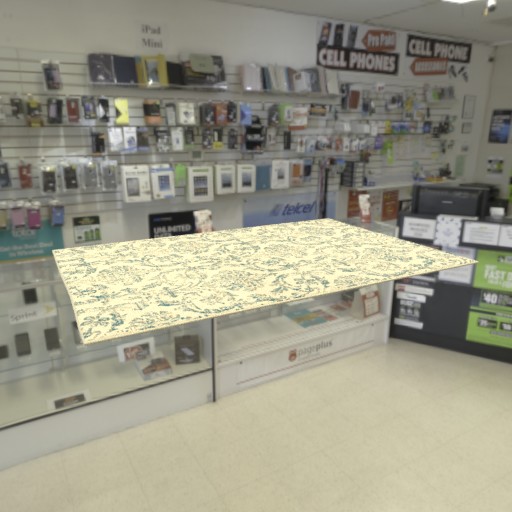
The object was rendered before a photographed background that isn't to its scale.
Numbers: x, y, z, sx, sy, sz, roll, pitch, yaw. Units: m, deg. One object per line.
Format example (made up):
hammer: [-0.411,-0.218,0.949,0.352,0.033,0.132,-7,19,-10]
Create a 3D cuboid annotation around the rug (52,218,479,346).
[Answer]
rug: [0.000,0.000,3.409,2.746,0.018,1.819,-8,18,-27]
